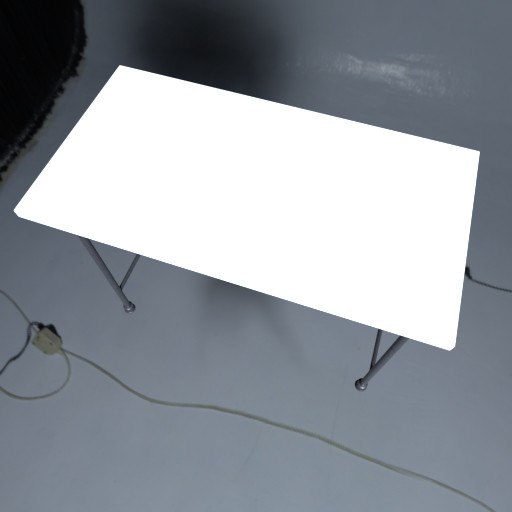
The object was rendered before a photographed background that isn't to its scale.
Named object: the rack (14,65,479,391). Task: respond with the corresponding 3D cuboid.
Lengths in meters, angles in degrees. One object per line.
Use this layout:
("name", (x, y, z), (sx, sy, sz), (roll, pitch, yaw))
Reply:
("rack", (0.000, 0.000, 1.616), (1.159, 0.880, 0.613), (17, 62, 9))
